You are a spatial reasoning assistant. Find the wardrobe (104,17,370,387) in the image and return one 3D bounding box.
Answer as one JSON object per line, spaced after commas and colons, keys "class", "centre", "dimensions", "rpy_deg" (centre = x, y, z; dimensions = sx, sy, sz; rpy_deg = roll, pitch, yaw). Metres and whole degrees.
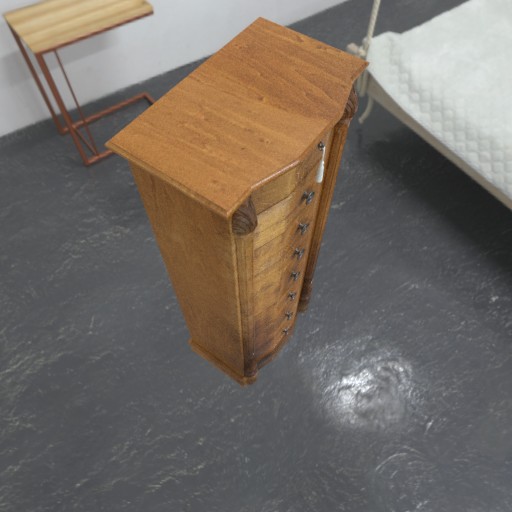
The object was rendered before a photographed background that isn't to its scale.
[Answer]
{"class": "wardrobe", "centre": [0.000, 0.000, 1.120], "dimensions": [0.273, 0.959, 0.406], "rpy_deg": [32, 64, 17]}
